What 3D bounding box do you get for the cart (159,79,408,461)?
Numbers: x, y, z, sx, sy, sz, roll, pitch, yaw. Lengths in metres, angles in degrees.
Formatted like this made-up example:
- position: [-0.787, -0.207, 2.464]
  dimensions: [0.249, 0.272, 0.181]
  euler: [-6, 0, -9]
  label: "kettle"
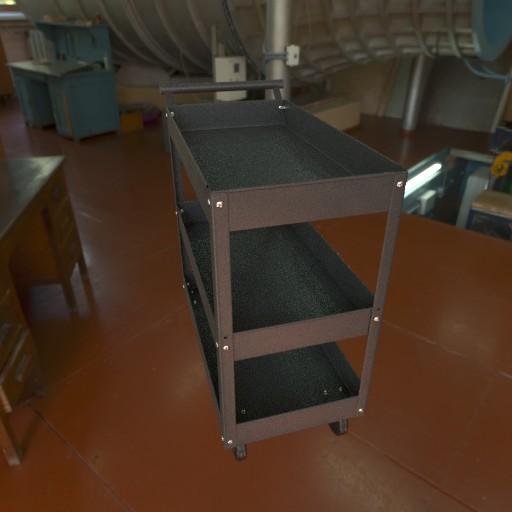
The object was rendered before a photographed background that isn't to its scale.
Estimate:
- position: [0.000, 0.000, 1.193]
  dimensions: [0.366, 0.780, 0.719]
  euler: [-8, 31, -14]
  label: "cart"
